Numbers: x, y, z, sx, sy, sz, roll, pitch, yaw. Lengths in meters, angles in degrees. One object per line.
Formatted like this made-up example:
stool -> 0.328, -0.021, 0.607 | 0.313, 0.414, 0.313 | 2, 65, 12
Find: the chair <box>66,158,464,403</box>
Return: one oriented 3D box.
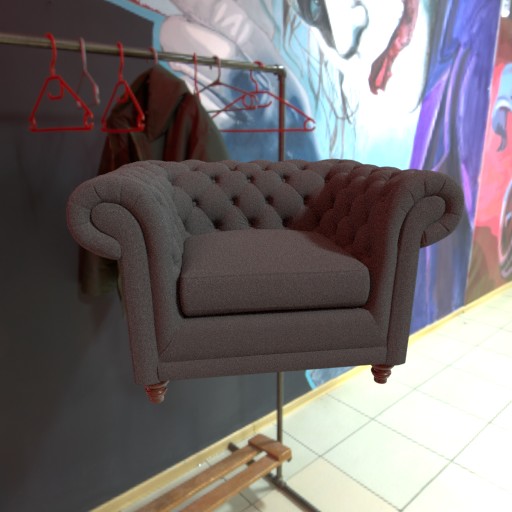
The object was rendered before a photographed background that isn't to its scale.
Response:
chair -> 0.000, 0.000, 1.872 | 1.270, 0.770, 0.976 | -2, 15, -8
